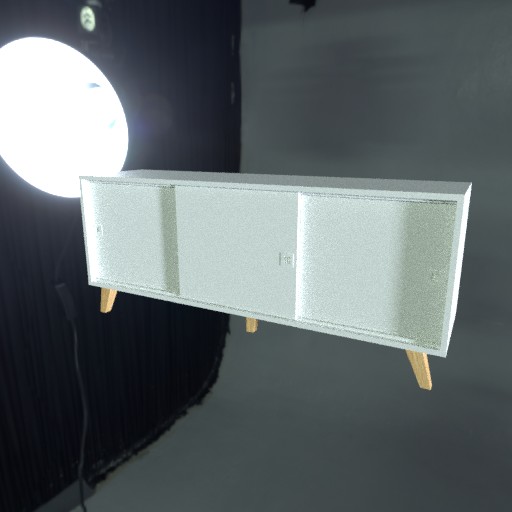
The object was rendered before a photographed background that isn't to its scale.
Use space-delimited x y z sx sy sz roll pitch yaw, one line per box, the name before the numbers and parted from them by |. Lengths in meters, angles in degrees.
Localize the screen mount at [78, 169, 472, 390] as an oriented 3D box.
screen mount | 0.000 0.000 1.788 1.490 0.619 0.400 8 16 27
